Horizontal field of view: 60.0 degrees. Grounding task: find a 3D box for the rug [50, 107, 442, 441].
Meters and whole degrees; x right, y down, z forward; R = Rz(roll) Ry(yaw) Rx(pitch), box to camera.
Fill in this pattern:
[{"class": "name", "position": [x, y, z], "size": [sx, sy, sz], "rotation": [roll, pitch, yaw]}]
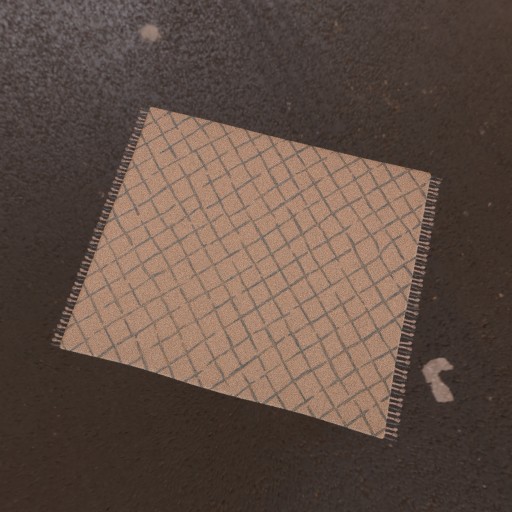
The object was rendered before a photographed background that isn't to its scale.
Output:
[{"class": "rug", "position": [0.000, 0.000, 4.743], "size": [3.585, 0.036, 2.892], "rotation": [14, 75, 4]}]
